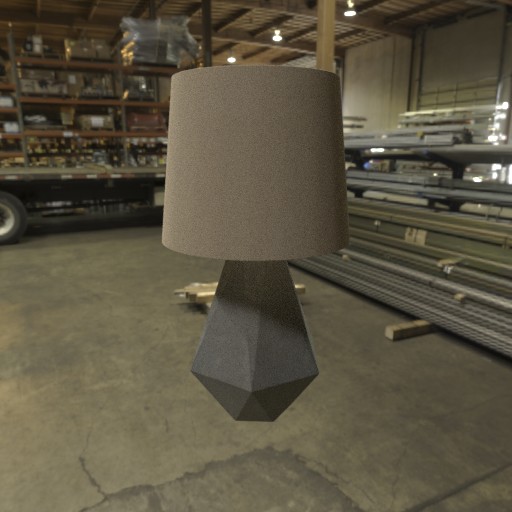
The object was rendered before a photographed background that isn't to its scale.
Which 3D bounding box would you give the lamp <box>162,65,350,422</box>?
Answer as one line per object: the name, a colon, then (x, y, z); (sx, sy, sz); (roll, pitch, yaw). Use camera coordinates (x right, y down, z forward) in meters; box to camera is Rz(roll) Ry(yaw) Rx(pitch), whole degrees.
lamp: (0.000, 0.000, 0.671); (0.276, 0.501, 0.276); (0, 14, 0)
